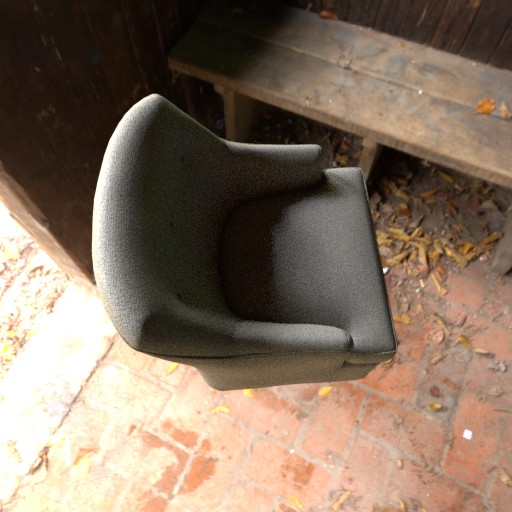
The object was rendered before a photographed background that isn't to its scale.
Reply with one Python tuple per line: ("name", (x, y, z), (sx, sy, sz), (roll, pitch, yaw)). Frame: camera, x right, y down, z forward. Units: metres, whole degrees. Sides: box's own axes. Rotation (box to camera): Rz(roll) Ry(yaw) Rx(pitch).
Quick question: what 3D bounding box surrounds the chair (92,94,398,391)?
("chair", (0.000, 0.000, 1.612), (0.923, 0.856, 0.864), (-3, 63, -1))
